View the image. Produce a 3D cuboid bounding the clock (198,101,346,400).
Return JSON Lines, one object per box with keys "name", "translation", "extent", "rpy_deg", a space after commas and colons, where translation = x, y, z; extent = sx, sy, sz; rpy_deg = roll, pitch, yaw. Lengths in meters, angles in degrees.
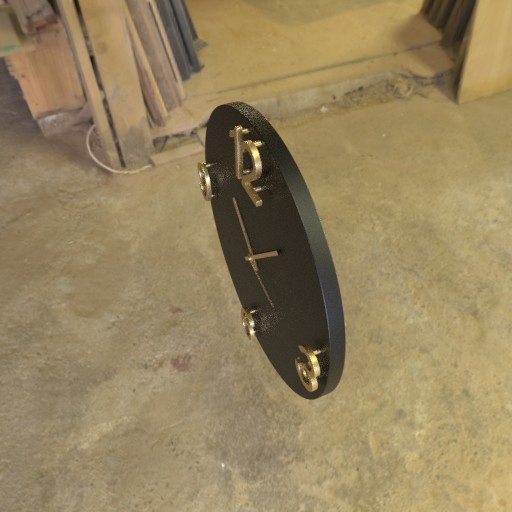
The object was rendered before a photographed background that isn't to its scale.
{"name": "clock", "translation": [0.000, 0.000, 0.687], "extent": [0.038, 0.454, 0.454], "rpy_deg": [-18, 51, -15]}
